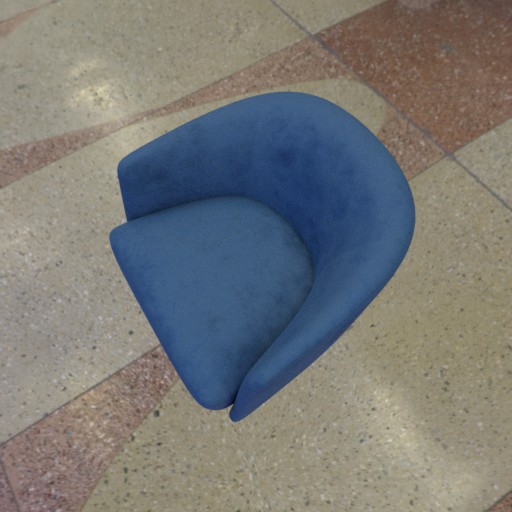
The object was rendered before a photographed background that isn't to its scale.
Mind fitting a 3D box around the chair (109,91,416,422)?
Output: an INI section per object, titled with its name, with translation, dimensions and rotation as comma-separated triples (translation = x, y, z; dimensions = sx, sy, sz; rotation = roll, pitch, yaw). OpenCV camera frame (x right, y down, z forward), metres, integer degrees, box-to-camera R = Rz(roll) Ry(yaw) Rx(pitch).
[chair]
translation = 0.000, 0.000, 1.400
dimensions = 0.767, 0.698, 0.773
rotation = -29, 67, -14
